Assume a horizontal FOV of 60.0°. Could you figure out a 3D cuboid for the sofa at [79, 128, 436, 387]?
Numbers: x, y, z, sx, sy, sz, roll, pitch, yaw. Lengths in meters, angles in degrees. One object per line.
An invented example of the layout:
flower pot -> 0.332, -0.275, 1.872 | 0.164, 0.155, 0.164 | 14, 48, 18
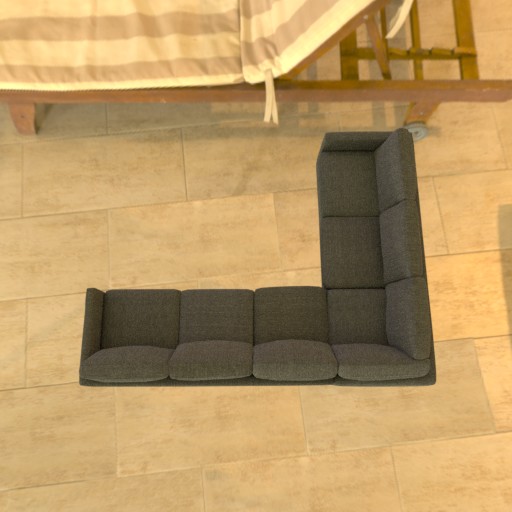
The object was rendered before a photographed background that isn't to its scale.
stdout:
sofa -> 0.000, 0.000, 4.556 | 3.302, 0.947, 2.593 | 0, 76, 0
